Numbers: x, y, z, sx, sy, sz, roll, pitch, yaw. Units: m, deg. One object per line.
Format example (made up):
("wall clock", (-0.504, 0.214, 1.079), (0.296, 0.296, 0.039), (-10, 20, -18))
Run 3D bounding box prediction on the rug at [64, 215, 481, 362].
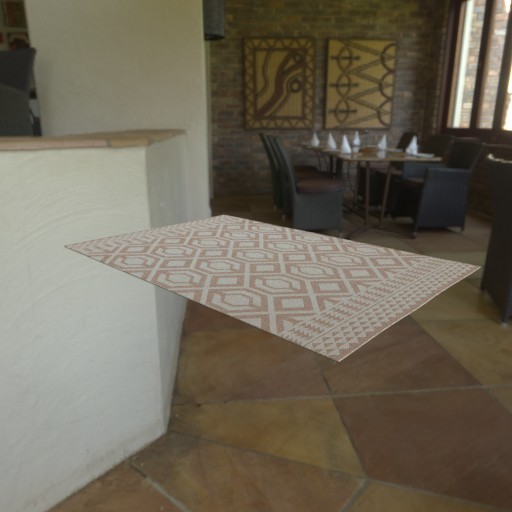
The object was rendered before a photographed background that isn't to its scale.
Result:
("rug", (0.000, 0.000, 2.315), (1.829, 0.008, 1.219), (15, 23, 41))
